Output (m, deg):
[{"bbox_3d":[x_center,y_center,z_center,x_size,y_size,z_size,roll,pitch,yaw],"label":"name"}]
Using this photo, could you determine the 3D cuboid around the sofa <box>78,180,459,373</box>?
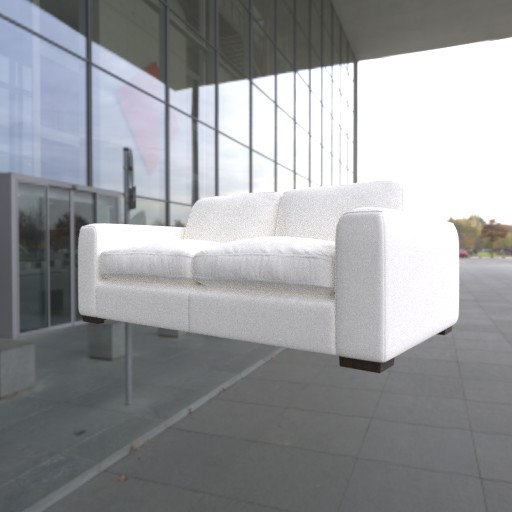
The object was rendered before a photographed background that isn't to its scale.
[{"bbox_3d":[0.000,0.000,2.502,1.920,0.801,1.069,1,1,37],"label":"sofa"}]
